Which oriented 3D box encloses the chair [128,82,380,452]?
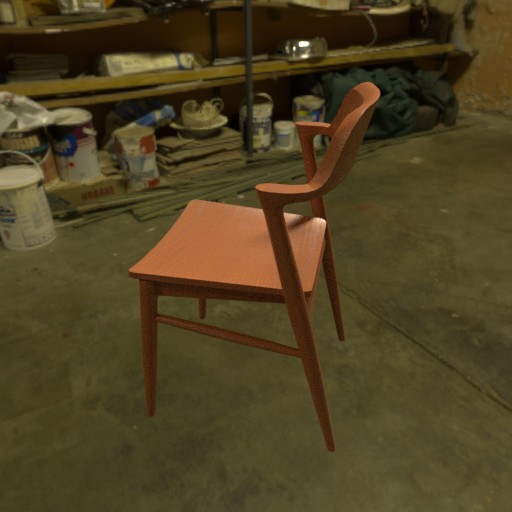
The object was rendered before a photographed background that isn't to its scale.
[{"bbox_3d":[0.000,0.000,1.110,0.499,0.801,0.496,7,31,11],"label":"chair"}]
